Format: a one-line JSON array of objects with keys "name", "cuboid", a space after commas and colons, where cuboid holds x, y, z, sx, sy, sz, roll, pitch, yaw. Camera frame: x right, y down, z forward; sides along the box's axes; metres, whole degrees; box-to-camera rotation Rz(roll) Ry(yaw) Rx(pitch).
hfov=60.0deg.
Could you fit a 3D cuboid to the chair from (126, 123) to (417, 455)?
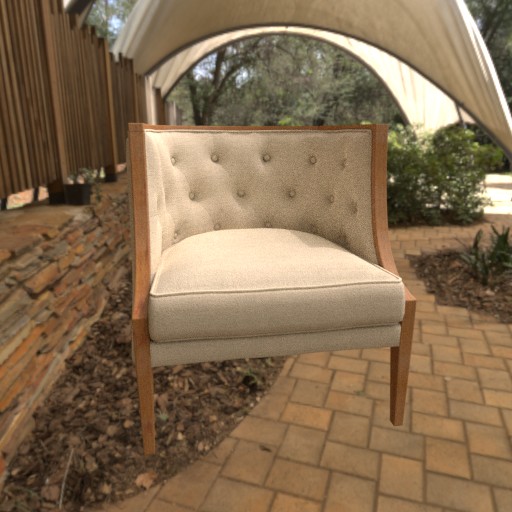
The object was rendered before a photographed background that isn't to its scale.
[{"name": "chair", "cuboid": [0.000, 0.000, 1.361, 0.711, 0.775, 0.757, -3, 16, -9]}]
